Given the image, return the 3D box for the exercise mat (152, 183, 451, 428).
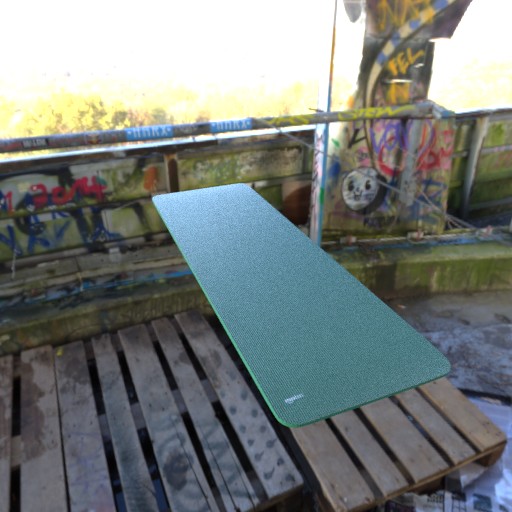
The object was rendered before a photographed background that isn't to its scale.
[{"bbox_3d":[0.000,0.000,2.061,0.616,0.021,1.869,-12,31,-20],"label":"exercise mat"}]
